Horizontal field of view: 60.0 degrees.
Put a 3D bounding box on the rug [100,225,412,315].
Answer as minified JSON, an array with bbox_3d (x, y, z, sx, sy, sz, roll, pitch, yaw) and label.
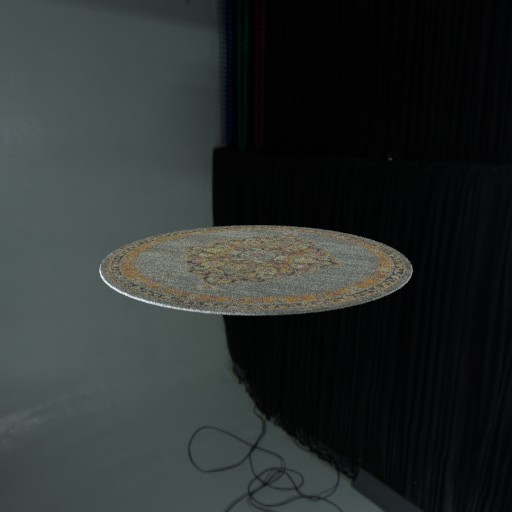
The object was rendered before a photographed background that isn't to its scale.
[{"bbox_3d":[0.000,0.000,2.391,1.598,0.010,1.598,0,16,0],"label":"rug"}]
